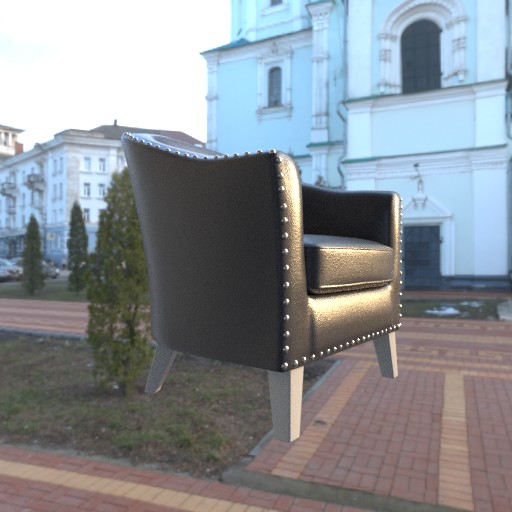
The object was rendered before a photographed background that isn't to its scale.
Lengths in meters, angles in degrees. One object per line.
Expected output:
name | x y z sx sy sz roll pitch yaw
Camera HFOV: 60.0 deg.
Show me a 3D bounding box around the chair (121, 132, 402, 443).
chair | 0.000 0.000 1.429 0.748 0.823 0.794 0 -1 37
